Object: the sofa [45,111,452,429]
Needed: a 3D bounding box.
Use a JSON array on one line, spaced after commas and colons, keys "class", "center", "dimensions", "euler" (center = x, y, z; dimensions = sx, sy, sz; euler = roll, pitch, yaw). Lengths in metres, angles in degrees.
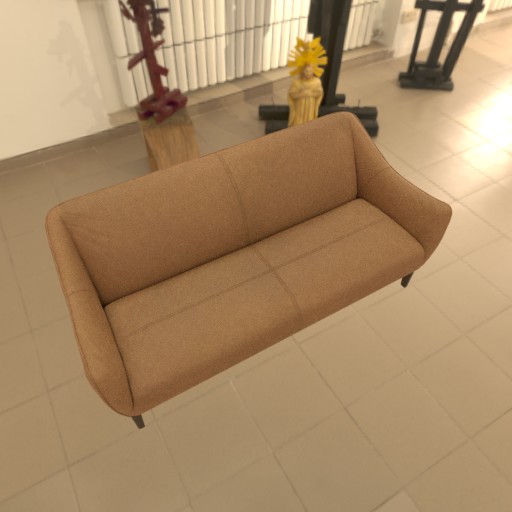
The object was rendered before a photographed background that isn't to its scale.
[{"class": "sofa", "center": [0.000, 0.000, 2.363], "dimensions": [1.928, 0.830, 0.869], "euler": [-24, 52, -20]}]
